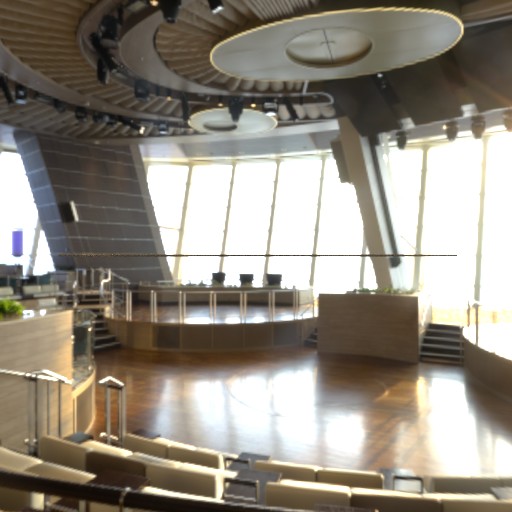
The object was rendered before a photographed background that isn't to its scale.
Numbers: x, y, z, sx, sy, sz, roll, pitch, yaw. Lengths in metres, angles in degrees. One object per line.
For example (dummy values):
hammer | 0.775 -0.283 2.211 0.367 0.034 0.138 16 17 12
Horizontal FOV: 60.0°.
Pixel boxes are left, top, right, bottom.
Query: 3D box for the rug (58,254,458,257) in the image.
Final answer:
rug | 0.000 0.000 4.379 2.438 0.013 3.353 0 0 -1
